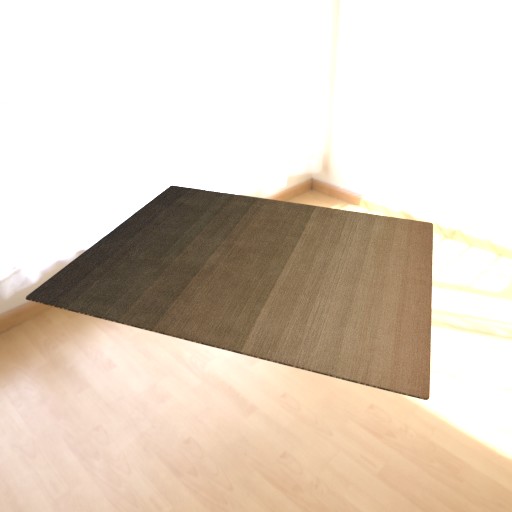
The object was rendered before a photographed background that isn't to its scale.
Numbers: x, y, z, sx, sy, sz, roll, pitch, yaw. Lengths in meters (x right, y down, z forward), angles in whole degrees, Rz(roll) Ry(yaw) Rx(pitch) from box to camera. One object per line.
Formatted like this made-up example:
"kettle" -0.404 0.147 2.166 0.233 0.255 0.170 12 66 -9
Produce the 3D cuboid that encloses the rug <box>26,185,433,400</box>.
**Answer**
"rug" 0.000 0.000 3.852 2.902 0.017 2.306 10 33 16
